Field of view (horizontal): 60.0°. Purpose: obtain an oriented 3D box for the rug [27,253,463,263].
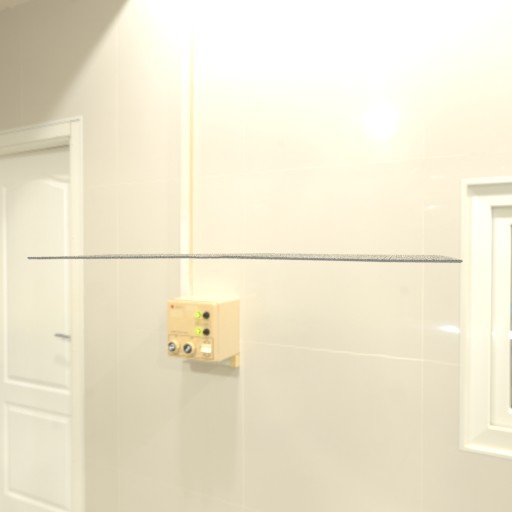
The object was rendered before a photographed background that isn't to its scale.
[{"bbox_3d":[0.000,0.000,2.256,1.804,0.022,1.162,0,1,19],"label":"rug"}]
